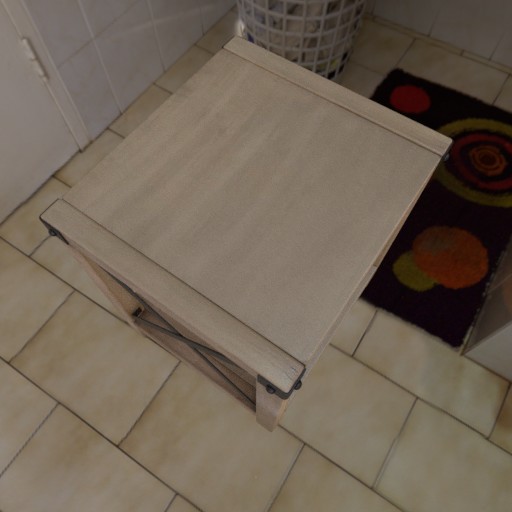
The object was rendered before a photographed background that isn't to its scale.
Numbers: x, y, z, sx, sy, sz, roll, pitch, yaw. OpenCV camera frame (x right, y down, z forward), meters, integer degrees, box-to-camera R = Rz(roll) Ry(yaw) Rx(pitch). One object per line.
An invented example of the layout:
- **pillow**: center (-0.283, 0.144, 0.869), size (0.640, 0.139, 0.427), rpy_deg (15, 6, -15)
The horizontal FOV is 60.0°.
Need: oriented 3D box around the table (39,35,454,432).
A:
- **table**: center (0.000, 0.000, 0.940), size (0.459, 0.561, 0.510), rpy_deg (32, 68, 15)
